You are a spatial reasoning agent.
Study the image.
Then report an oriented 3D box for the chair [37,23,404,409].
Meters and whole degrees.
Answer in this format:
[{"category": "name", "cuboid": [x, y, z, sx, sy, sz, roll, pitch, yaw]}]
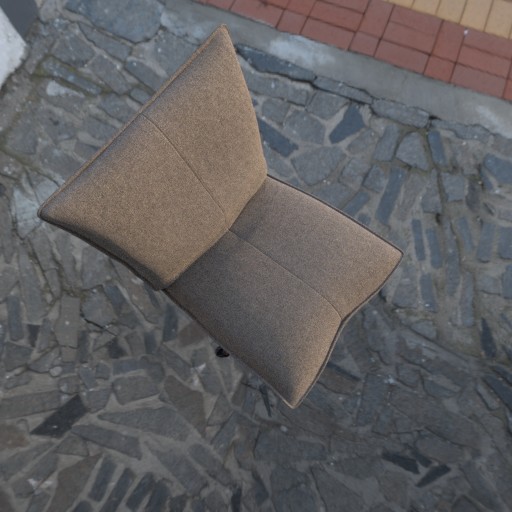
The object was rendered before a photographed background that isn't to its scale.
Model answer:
[{"category": "chair", "cuboid": [0.000, 0.000, 1.274, 0.696, 0.811, 0.597, 38, 78, 10]}]
